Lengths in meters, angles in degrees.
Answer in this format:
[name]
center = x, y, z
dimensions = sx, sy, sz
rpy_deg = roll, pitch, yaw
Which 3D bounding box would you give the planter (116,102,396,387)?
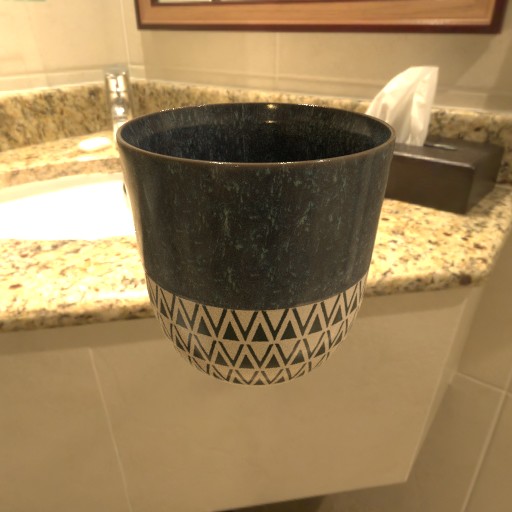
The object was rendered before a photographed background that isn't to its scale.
[planter]
center = 0.000, 0.000, 0.369
dimensions = 0.195, 0.214, 0.195
rpy_deg = 0, 28, 0
